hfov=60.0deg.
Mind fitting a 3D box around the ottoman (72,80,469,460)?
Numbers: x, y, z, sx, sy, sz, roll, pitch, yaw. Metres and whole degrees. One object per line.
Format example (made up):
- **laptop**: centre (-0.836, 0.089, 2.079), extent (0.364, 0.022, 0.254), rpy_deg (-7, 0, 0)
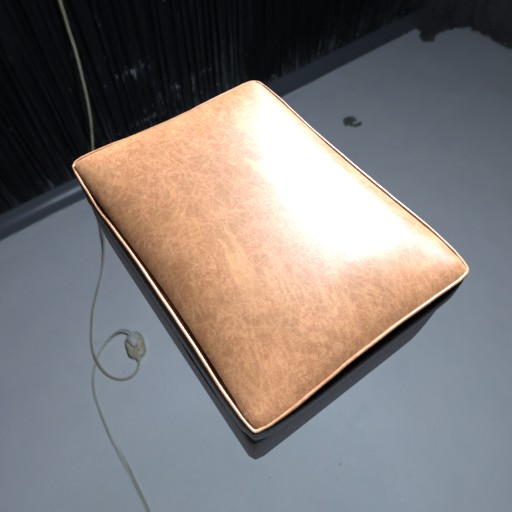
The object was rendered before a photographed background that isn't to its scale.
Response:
- **ottoman**: centre (0.000, 0.000, 1.105), extent (0.554, 0.468, 0.756), rpy_deg (-31, 63, -18)
